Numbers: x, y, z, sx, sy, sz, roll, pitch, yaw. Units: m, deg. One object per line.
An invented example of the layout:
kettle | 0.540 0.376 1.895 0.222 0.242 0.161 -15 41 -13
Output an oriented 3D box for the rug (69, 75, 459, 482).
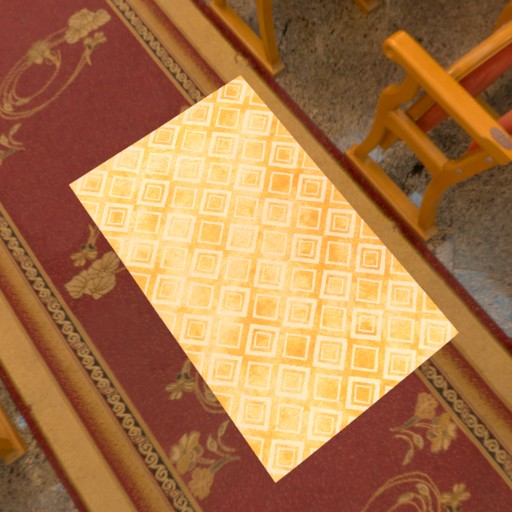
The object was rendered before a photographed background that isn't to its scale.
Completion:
rug | 0.000 0.000 3.029 1.511 0.010 2.424 -36 79 -8
